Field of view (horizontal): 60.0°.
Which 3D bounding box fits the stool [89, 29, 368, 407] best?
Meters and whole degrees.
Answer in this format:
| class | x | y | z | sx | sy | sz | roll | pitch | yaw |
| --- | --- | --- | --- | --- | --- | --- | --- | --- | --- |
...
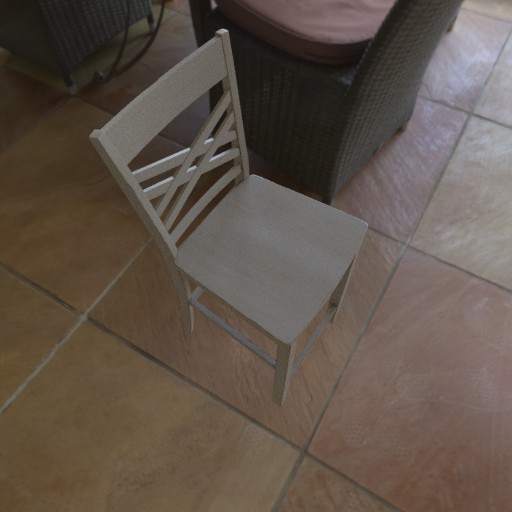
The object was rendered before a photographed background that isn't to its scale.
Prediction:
| class | x | y | z | sx | sy | sz | roll | pitch | yaw |
| --- | --- | --- | --- | --- | --- | --- | --- | --- | --- |
| stool | 0.000 | 0.000 | 1.380 | 0.539 | 1.079 | 0.462 | 30 | 62 | 17 |
